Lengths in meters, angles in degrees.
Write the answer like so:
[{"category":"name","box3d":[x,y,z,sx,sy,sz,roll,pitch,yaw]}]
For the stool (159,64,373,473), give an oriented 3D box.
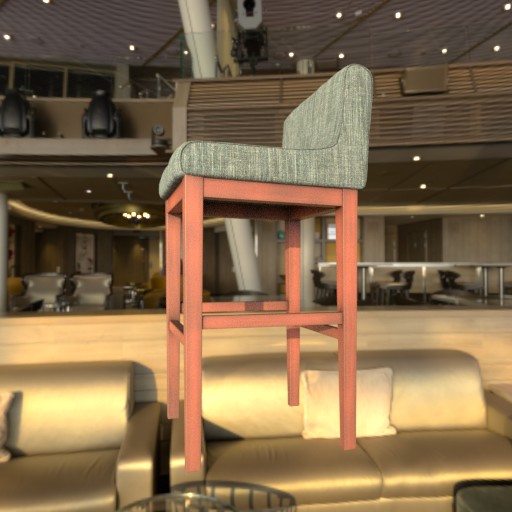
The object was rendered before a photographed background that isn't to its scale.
[{"category":"stool","box3d":[0.000,0.000,1.231,0.499,0.965,0.426,0,-1,-18]}]
